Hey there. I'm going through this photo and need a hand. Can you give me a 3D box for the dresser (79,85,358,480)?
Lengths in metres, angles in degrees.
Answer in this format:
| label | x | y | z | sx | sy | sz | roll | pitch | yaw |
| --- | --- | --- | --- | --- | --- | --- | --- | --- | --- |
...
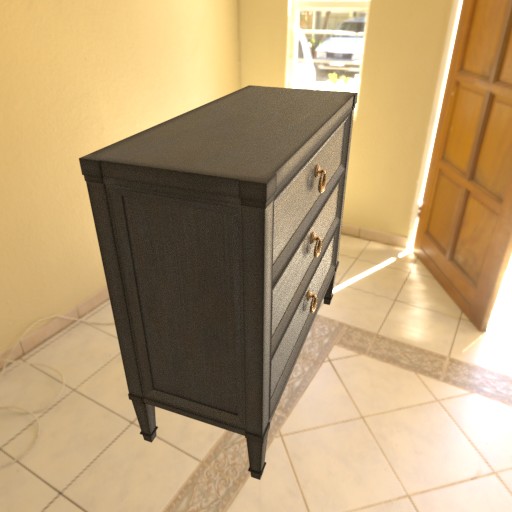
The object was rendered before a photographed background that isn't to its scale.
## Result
| label | x | y | z | sx | sy | sz | roll | pitch | yaw |
| --- | --- | --- | --- | --- | --- | --- | --- | --- | --- |
| dresser | 0.000 | 0.000 | 1.606 | 0.463 | 0.986 | 1.049 | 11 | 32 | 18 |
